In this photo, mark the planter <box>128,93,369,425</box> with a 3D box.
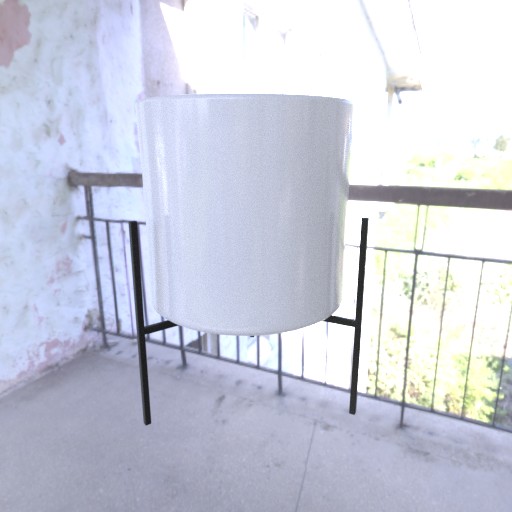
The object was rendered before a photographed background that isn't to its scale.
[{"bbox_3d":[0.000,0.000,0.731,0.361,0.480,0.360,8,17,27],"label":"planter"}]
